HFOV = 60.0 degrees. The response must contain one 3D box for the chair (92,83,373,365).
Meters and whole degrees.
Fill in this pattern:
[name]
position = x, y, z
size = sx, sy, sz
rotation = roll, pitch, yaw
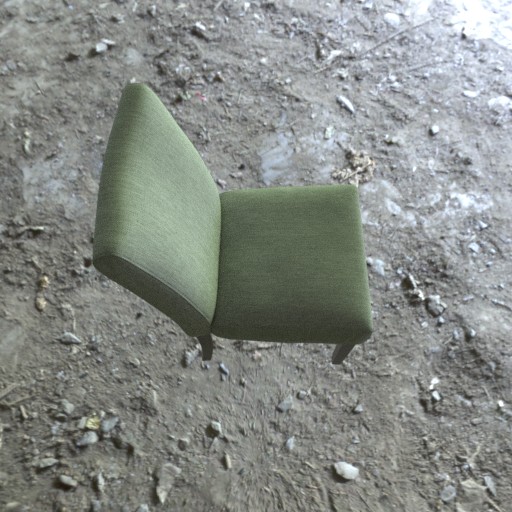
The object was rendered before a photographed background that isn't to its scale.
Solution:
[chair]
position = 0.000, 0.000, 1.279
size = 0.629, 0.884, 0.487
rotation = 0, 65, 0
